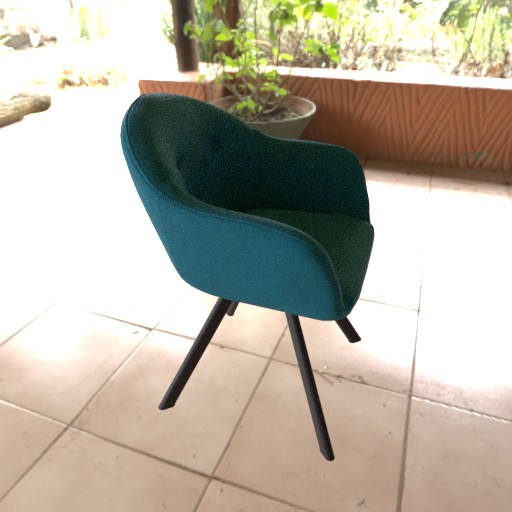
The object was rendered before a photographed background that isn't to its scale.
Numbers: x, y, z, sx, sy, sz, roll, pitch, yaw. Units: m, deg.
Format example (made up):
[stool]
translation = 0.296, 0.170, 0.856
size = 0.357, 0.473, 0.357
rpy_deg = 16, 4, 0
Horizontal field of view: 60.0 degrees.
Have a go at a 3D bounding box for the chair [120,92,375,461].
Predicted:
[chair]
translation = 0.000, 0.000, 1.148
size = 0.565, 0.775, 0.545
rpy_deg = 10, 31, 17
